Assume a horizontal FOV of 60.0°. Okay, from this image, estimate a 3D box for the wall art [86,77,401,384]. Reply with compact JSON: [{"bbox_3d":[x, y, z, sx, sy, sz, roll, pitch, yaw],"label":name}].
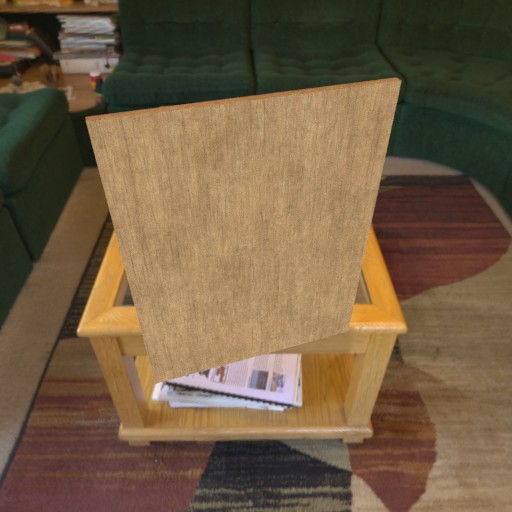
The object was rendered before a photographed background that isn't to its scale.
[{"bbox_3d":[0.000,0.000,0.948,0.534,0.686,0.018,-12,43,-14],"label":"wall art"}]
